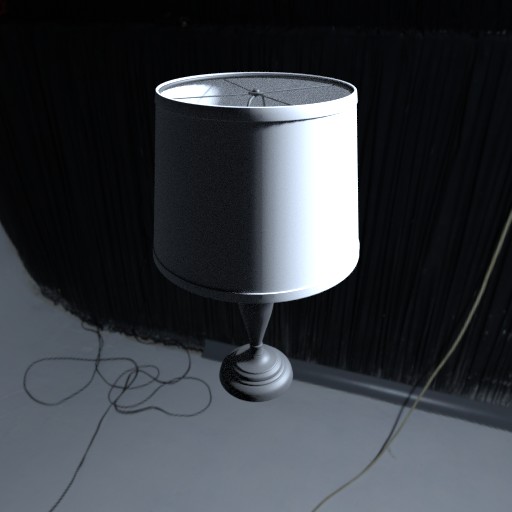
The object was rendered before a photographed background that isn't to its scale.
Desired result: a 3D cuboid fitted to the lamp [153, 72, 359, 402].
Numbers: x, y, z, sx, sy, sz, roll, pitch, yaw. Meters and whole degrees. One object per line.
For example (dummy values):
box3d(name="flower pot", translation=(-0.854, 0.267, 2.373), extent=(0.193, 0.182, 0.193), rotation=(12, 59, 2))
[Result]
box3d(name="lamp", translation=(0.000, 0.000, 0.692), extent=(0.310, 0.501, 0.310), rotation=(0, 30, 0))
